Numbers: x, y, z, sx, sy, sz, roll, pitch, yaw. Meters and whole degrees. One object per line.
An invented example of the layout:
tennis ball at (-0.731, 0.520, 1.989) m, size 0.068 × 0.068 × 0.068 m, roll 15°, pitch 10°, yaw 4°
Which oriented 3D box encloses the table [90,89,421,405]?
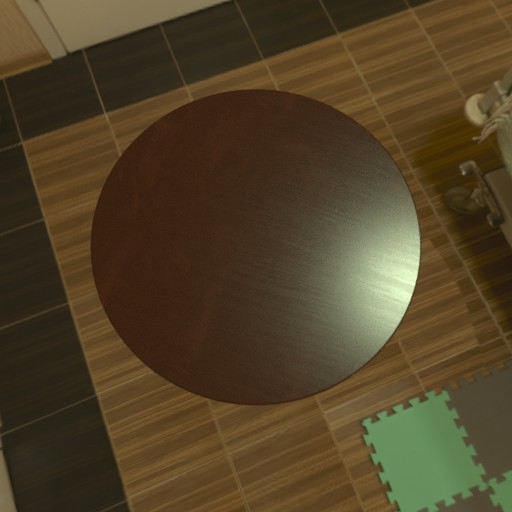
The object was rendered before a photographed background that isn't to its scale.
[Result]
table at (0.000, 0.000, 1.469) m, size 0.911 × 0.512 × 0.911 m, roll 0°, pitch 75°, yaw 0°
